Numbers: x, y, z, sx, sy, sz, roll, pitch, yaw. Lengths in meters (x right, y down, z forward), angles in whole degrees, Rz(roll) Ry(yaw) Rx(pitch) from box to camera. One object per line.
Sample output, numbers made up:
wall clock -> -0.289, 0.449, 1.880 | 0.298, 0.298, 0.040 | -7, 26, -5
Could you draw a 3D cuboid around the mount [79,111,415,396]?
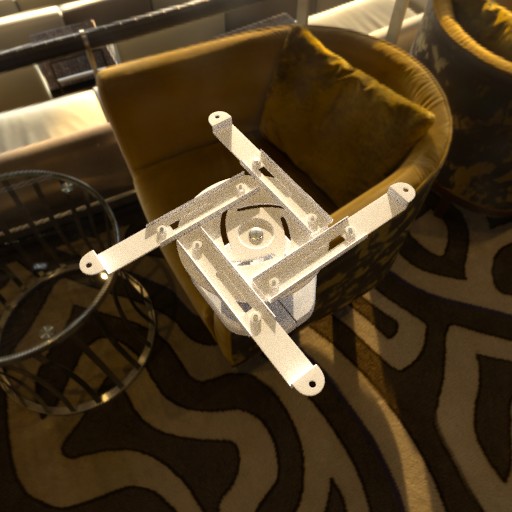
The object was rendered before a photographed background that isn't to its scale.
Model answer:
mount -> 0.000, 0.000, 0.596 | 0.394, 0.141, 0.394 | -32, 64, -18
